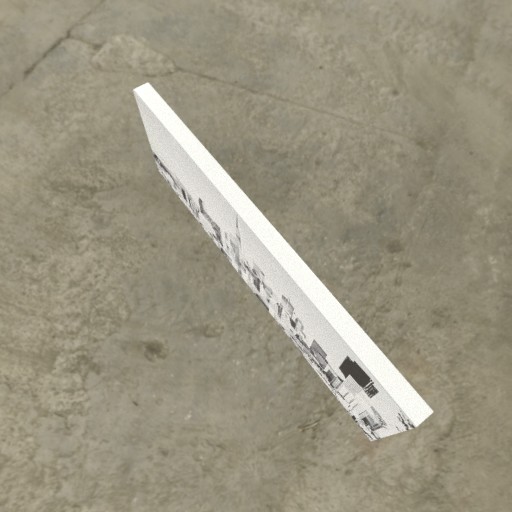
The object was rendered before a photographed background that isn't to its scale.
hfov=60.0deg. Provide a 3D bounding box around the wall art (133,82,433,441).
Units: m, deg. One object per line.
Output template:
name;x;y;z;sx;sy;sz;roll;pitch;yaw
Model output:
wall art;0.000;0.000;0.847;0.036;0.256;0.766;-33;68;-15
